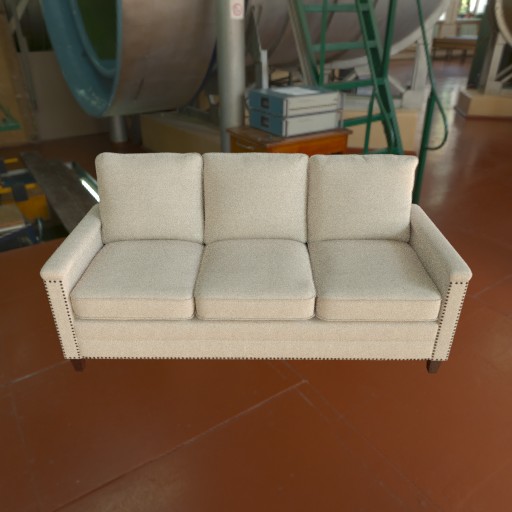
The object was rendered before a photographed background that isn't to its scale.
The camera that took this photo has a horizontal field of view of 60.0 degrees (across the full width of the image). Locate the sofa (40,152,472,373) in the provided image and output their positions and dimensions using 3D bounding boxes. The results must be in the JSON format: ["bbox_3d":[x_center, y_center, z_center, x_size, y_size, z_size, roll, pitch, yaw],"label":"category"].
[{"bbox_3d":[0.000,0.000,2.364,1.925,0.961,0.828,0,29,0],"label":"sofa"}]
